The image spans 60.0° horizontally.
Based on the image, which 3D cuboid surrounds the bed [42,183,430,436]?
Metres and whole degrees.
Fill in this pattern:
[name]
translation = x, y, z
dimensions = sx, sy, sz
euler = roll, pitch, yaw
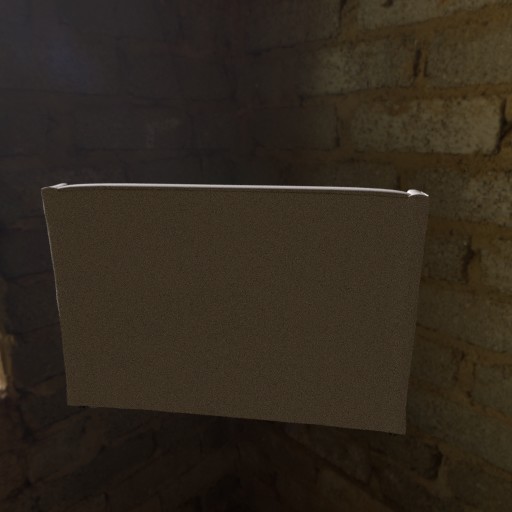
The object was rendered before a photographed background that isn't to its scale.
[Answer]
[bed]
translation = 0.000, 0.000, 3.365
dimensions = 1.925, 1.332, 2.276
euler = 2, 16, 8
